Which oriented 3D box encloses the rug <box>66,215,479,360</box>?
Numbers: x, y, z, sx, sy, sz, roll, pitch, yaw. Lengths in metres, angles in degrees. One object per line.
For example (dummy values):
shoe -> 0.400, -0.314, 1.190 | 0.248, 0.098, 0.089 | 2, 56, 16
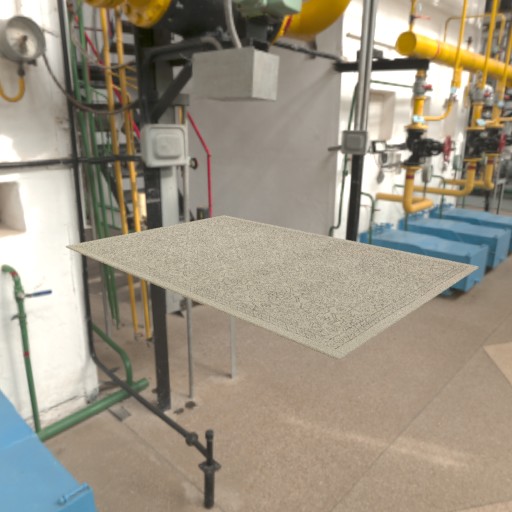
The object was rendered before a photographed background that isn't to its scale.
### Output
rug -> 0.000, 0.000, 2.329 | 1.829, 0.010, 1.219 | 15, 22, 41
